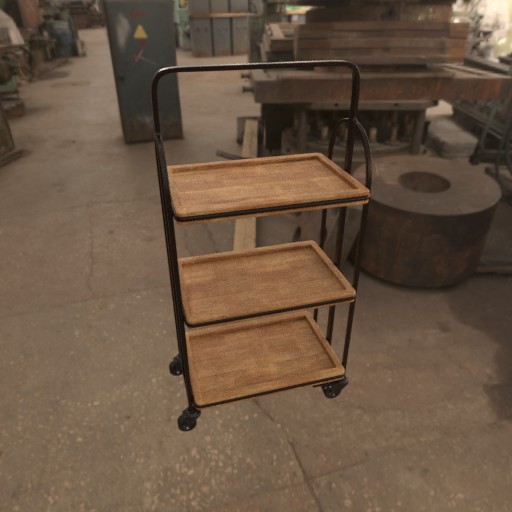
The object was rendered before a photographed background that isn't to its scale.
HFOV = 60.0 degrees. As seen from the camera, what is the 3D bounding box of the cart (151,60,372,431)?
[{"bbox_3d":[0.000,0.000,1.247,0.553,1.001,0.327,-8,32,-13],"label":"cart"}]
